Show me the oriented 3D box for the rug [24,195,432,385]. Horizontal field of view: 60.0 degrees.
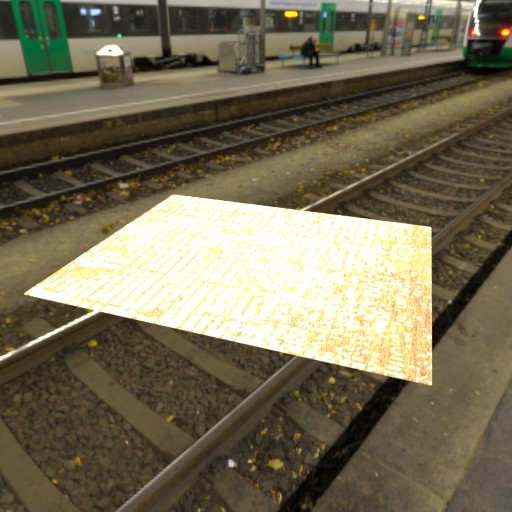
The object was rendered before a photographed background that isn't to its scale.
[{"bbox_3d":[0.000,0.000,4.086,3.050,0.011,2.441,9,29,17],"label":"rug"}]
